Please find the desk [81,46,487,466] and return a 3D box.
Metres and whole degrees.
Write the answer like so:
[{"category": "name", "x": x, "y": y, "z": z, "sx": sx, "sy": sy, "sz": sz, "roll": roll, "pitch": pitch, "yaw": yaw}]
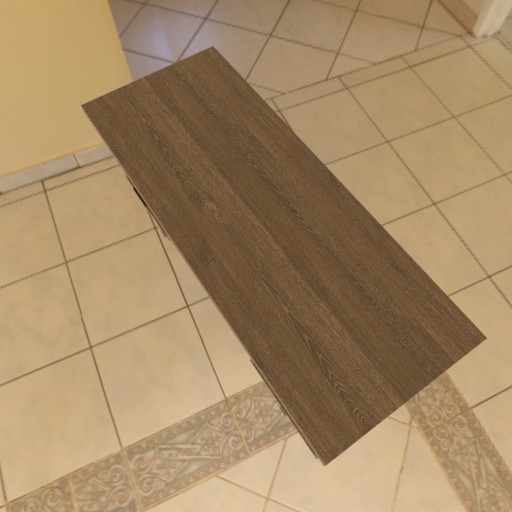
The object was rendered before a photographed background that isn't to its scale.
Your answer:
[{"category": "desk", "x": 0.000, "y": 0.000, "z": 1.844, "sx": 0.600, "sy": 0.760, "sz": 1.524, "roll": -31, "pitch": 67, "yaw": -15}]
